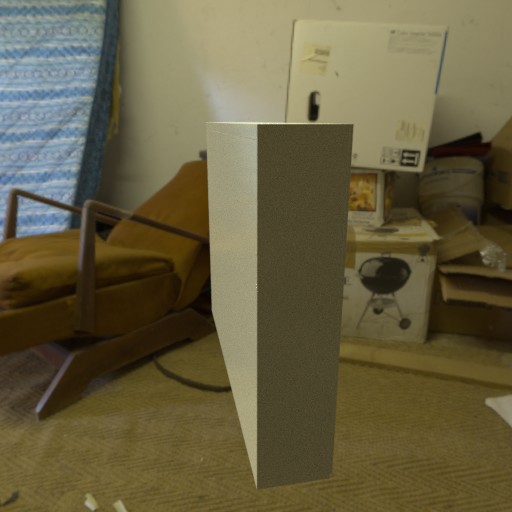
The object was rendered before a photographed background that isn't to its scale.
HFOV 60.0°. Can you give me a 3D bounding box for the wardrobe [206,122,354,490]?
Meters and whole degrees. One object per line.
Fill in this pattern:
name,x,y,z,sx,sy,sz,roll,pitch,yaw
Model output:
wardrobe,0.000,0.000,4.101,0.580,2.360,3.000,-3,17,-11
